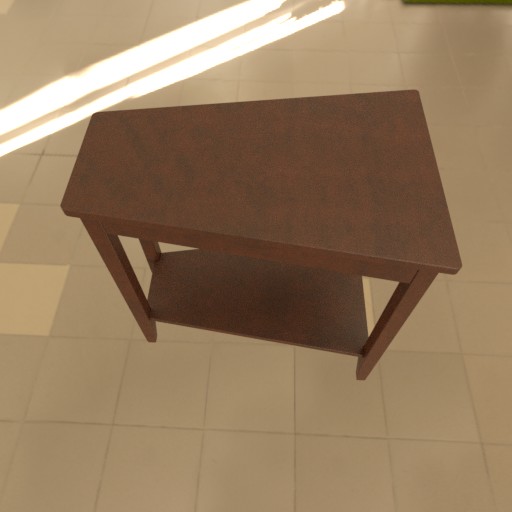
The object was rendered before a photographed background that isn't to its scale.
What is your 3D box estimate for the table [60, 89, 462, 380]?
[{"bbox_3d":[0.000,0.000,0.991,0.605,0.589,0.399,2,57,1],"label":"table"}]
